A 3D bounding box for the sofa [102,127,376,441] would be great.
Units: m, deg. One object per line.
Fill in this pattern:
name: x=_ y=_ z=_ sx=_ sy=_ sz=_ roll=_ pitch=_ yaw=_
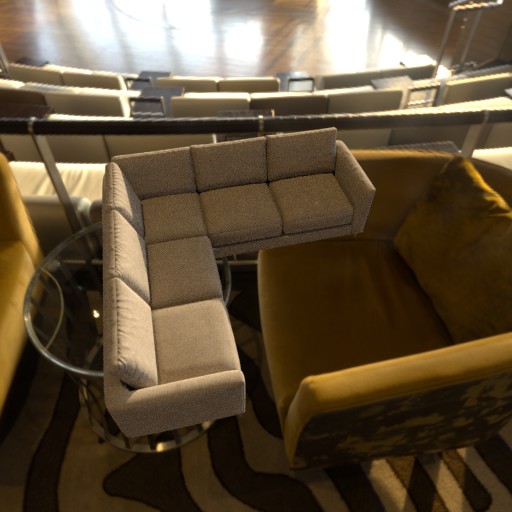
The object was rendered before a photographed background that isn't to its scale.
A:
sofa: x=0.000 y=0.000 z=3.748 sx=2.438 sy=0.864 sz=2.438 roll=-10 pitch=48 yaw=-9
